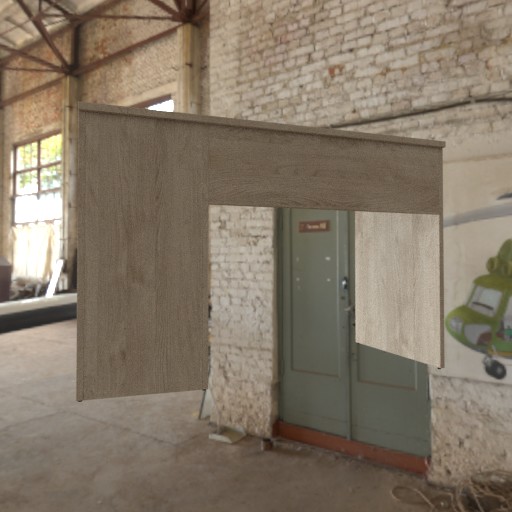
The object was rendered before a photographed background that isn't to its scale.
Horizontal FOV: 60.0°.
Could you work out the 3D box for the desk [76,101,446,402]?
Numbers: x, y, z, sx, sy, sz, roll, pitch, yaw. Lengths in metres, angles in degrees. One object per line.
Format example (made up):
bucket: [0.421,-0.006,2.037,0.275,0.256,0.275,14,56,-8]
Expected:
desk: [0.000,0.000,1.503,1.096,0.730,0.560,0,-1,-18]
